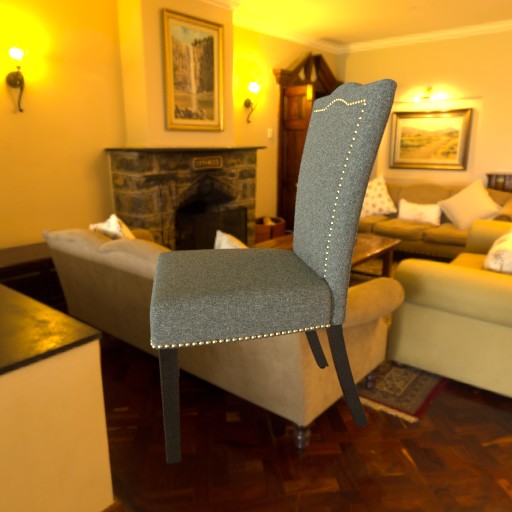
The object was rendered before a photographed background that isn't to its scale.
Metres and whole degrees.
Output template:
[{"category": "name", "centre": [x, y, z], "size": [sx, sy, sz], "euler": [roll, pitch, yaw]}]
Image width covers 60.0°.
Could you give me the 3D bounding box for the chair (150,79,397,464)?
[{"category": "chair", "centre": [0.000, 0.000, 1.275], "size": [0.589, 0.946, 0.518], "euler": [-3, 15, -10]}]
